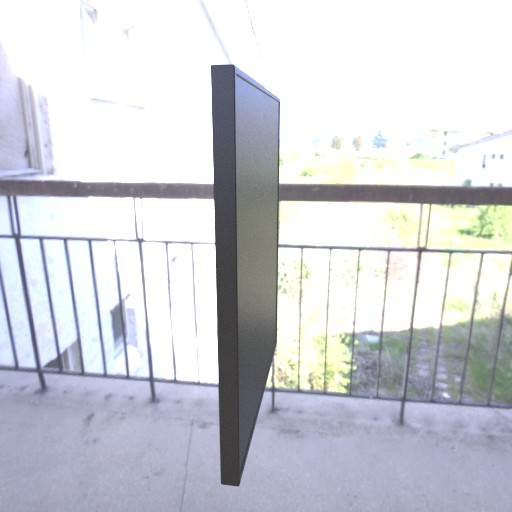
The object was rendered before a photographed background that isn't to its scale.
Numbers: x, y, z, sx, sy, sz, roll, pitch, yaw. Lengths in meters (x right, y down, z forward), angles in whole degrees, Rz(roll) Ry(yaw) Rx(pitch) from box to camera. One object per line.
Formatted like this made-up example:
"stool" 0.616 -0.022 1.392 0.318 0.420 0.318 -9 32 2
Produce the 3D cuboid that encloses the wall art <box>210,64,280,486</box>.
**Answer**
"wall art" 0.000 0.000 0.768 0.028 0.551 0.451 2 15 9
